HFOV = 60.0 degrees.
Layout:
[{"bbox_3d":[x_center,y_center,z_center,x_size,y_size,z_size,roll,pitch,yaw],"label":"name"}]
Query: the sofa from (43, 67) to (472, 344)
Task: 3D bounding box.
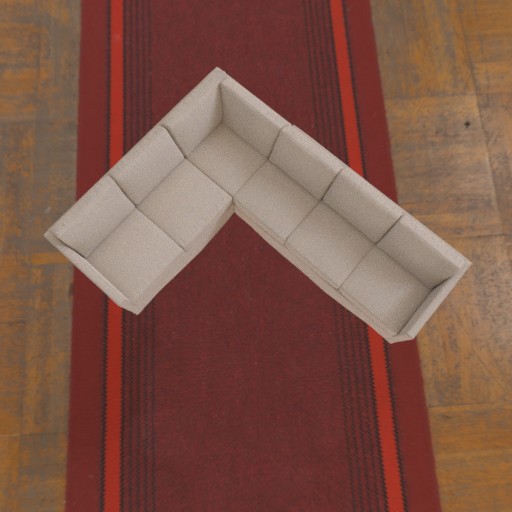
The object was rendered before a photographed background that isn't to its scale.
[{"bbox_3d":[0.000,0.000,4.334,3.182,0.871,2.432,40,80,9],"label":"sofa"}]
